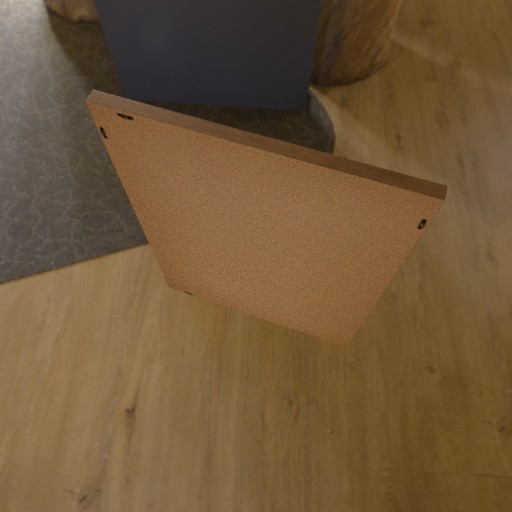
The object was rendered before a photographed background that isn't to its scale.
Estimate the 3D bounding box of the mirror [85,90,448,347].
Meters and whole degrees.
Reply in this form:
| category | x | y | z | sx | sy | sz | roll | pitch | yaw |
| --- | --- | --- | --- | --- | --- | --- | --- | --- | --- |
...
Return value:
| category | x | y | z | sx | sy | sz | roll | pitch | yaw |
| --- | --- | --- | --- | --- | --- | --- | --- | --- | --- |
| mirror | 0.000 | 0.000 | 1.347 | 0.762 | 1.016 | 0.041 | 18 | 64 | 9 |
